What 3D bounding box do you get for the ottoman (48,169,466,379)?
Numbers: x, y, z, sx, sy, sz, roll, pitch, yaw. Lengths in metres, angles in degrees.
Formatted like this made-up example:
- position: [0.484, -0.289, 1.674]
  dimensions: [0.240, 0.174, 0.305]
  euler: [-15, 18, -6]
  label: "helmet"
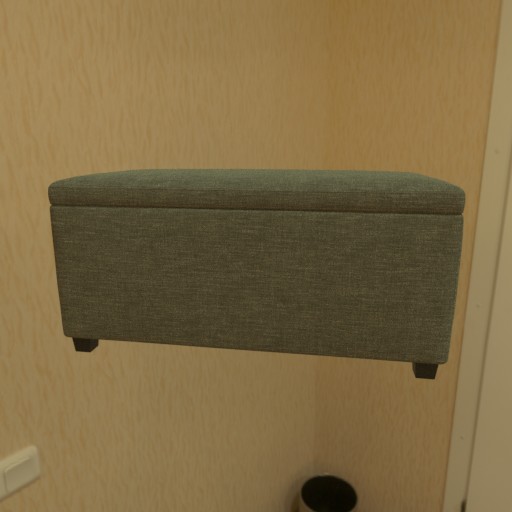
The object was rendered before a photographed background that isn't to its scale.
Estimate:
- position: [0.000, 0.000, 1.143]
  dimensions: [0.902, 0.432, 0.419]
  euler: [2, 14, 9]
  label: "ottoman"
